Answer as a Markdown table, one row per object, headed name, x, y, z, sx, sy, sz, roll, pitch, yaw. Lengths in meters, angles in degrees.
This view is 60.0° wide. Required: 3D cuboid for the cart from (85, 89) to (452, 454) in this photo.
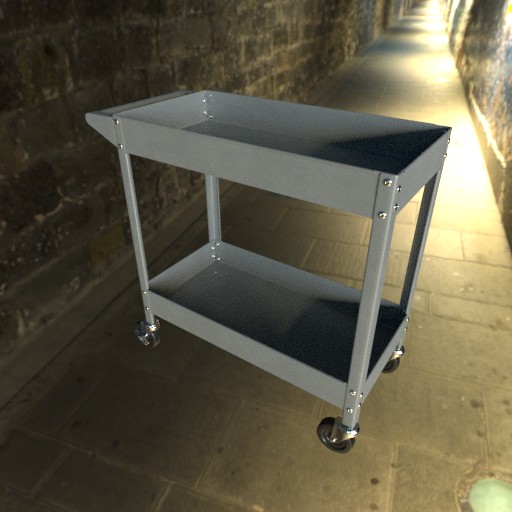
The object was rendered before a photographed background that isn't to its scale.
| name | x | y | z | sx | sy | sz | roll | pitch | yaw |
| --- | --- | --- | --- | --- | --- | --- | --- | --- | --- |
| cart | 0.000 | 0.000 | 1.170 | 0.779 | 0.719 | 0.366 | 20 | 37 | 29 |
